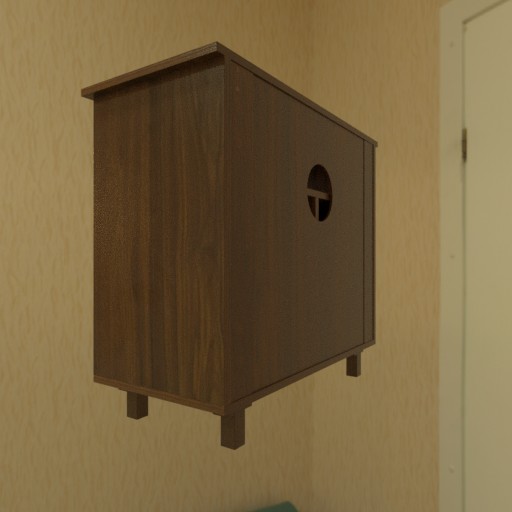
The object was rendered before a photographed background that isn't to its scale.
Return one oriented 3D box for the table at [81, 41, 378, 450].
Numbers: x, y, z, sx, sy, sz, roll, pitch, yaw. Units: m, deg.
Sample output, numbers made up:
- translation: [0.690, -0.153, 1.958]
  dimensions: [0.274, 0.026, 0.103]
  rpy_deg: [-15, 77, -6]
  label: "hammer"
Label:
- translation: [0.000, 0.000, 1.188]
  dimensions: [0.390, 0.725, 0.802]
  rpy_deg: [0, 0, 34]
  label: "table"
